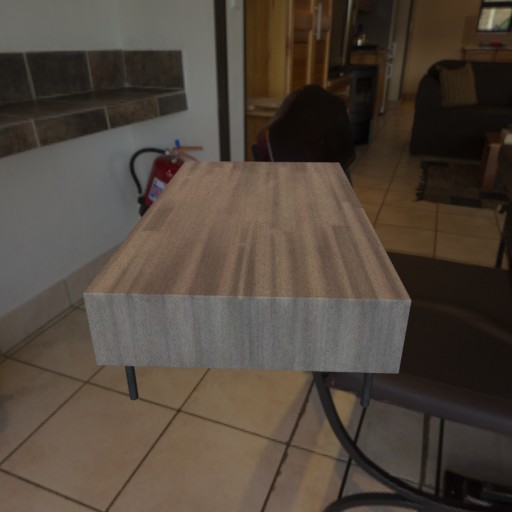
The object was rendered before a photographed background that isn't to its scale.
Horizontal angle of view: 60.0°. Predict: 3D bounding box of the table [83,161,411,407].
[{"bbox_3d":[0.000,0.000,1.424,0.643,0.347,1.088,1,26,2],"label":"table"}]
